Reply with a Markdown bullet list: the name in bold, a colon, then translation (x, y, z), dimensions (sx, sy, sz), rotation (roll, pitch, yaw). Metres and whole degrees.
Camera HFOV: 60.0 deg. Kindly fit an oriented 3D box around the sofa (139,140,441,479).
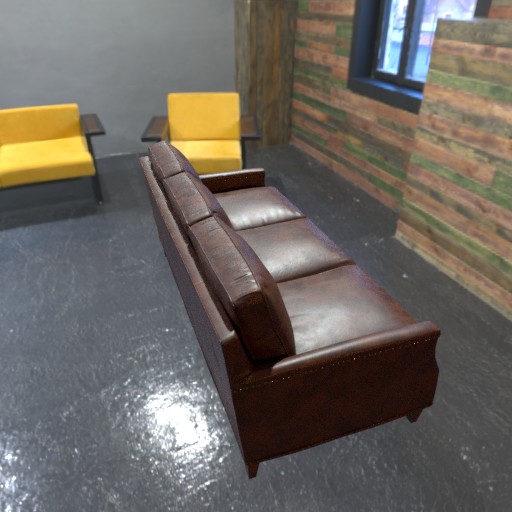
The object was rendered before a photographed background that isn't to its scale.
- **sofa**: translation (0.000, 0.000, 2.756), dimensions (1.084, 1.003, 2.240), rotation (-11, 32, -17)
